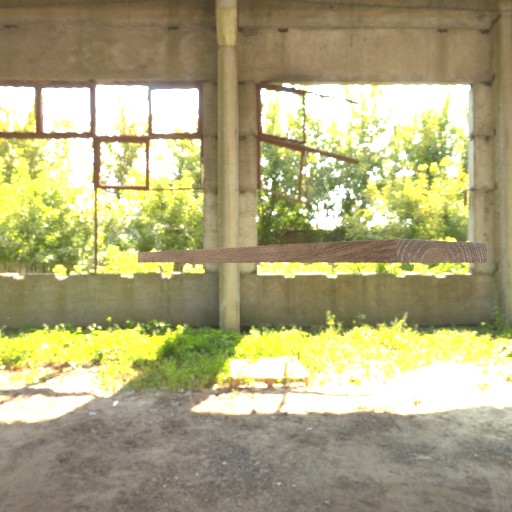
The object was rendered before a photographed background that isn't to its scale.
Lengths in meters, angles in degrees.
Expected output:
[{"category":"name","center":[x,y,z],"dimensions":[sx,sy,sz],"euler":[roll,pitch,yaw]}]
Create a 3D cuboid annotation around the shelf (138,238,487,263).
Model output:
[{"category":"shelf","center":[0.000,0.000,0.653],"dimensions":[0.140,0.020,0.610],"euler":[1,-1,-35]}]
